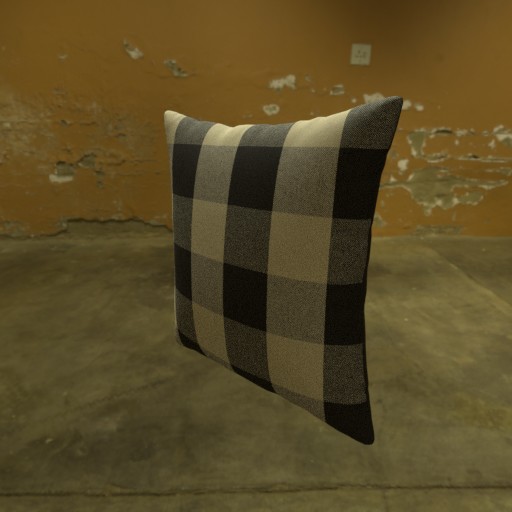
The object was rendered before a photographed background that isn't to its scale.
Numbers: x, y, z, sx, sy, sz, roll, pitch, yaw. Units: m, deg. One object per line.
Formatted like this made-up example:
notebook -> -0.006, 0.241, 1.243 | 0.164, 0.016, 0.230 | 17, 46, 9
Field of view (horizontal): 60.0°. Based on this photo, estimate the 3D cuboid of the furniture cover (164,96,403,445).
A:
furniture cover -> 0.000, 0.000, 0.787 | 0.511, 0.509, 0.161 | 15, 21, 43
